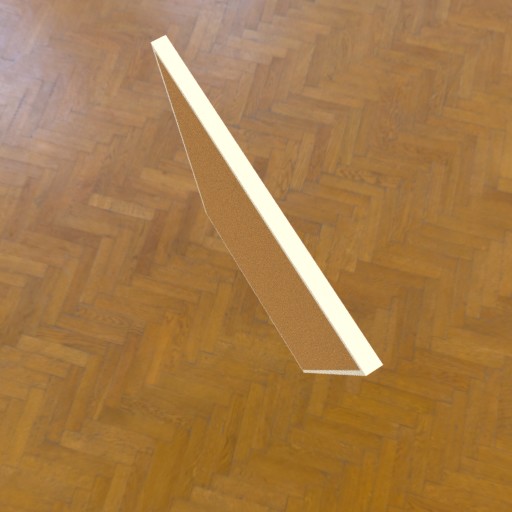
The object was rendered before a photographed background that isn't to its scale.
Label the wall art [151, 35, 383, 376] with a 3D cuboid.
[{"bbox_3d":[0.000,0.000,1.361,0.039,1.050,0.795,-30,78,-7],"label":"wall art"}]
